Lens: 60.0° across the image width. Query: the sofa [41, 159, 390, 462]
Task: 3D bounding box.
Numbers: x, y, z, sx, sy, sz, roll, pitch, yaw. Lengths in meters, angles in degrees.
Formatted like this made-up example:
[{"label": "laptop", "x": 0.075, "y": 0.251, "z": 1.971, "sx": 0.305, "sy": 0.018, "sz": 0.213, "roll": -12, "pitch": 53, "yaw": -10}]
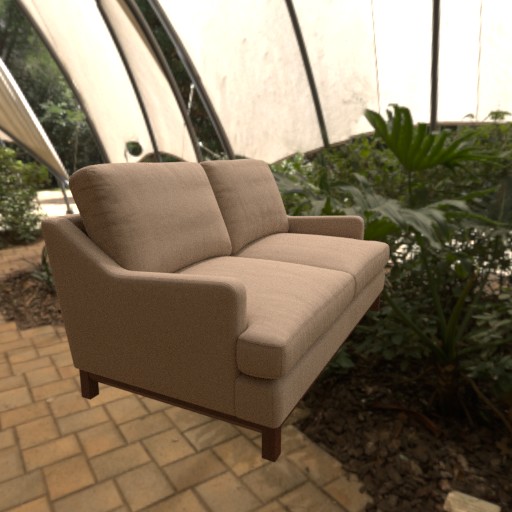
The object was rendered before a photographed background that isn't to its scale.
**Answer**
[{"label": "sofa", "x": 0.000, "y": 0.000, "z": 2.165, "sx": 1.004, "sy": 0.910, "sz": 1.619, "roll": 7, "pitch": 15, "yaw": 26}]
